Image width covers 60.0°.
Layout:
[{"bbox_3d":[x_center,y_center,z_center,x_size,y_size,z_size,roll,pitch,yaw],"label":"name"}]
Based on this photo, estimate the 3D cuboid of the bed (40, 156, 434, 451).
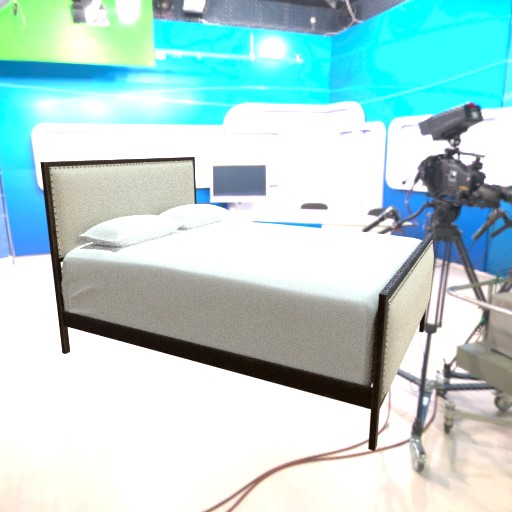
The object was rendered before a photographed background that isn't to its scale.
[{"bbox_3d":[0.000,0.000,3.123,2.221,1.313,1.607,7,16,27],"label":"bed"}]
